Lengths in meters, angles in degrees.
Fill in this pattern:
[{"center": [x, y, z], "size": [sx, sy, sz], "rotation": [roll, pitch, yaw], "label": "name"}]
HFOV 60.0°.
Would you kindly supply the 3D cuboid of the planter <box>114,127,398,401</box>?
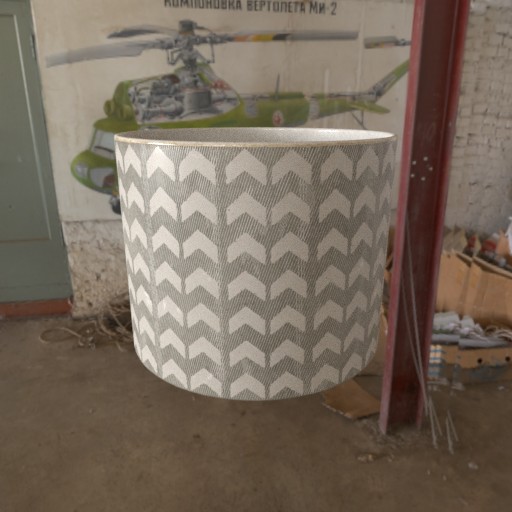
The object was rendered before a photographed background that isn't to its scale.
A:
[{"center": [0.000, 0.000, 0.338], "size": [0.190, 0.181, 0.190], "rotation": [0, 18, 0], "label": "planter"}]
